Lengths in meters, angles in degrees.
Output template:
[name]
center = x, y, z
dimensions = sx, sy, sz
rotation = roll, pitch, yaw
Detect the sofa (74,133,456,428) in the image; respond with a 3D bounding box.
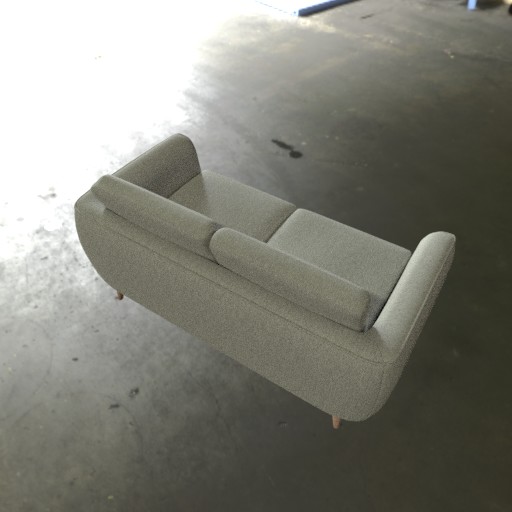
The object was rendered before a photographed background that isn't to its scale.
[sofa]
center = 0.000, 0.000, 2.241
dimensions = 1.700, 0.850, 0.920
rotation = 25, 51, 22
